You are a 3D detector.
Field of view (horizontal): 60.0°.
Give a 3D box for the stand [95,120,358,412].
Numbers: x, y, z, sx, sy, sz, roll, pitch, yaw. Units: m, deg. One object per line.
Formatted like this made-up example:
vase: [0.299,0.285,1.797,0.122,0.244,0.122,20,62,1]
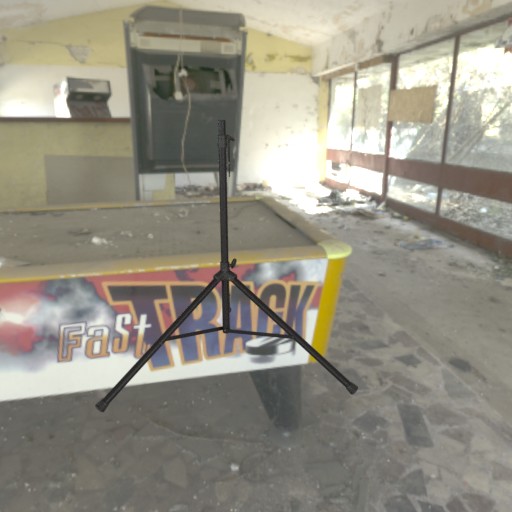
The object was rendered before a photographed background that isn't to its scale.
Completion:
stand: [0.000,0.000,2.716,1.339,1.595,1.596,8,18,24]
